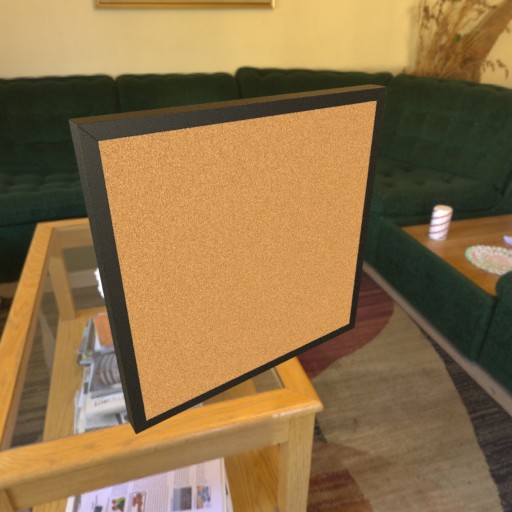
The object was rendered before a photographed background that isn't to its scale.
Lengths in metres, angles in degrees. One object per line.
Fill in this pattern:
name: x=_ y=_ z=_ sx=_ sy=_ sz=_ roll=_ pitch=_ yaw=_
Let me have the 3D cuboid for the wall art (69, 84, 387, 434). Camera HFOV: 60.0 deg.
wall art: x=0.000 y=0.000 z=0.754 sx=0.508 sy=0.508 sz=0.036 roll=-18 pitch=34 yaw=-29
